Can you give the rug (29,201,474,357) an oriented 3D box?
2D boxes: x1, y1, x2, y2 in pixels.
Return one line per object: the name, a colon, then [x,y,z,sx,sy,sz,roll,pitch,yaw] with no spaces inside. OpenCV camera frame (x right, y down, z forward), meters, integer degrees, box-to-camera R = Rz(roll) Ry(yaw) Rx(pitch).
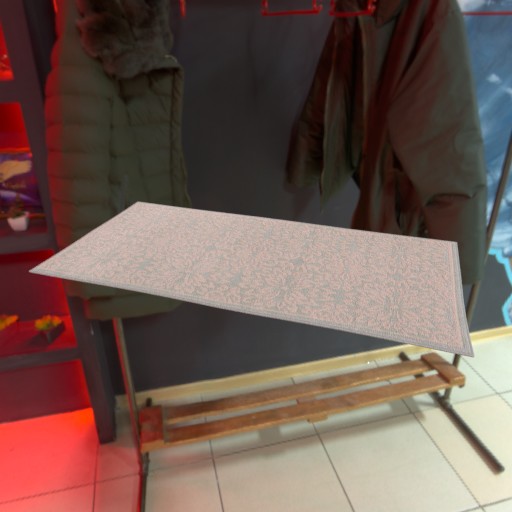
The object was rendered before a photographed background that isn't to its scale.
rug: [0.000,0.000,1.398,1.219,0.007,0.604,9,29,16]
